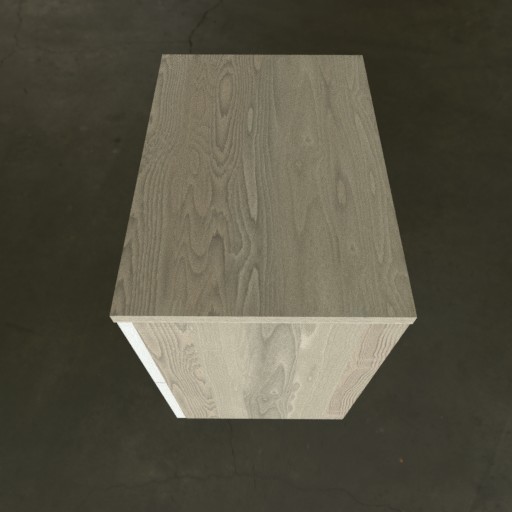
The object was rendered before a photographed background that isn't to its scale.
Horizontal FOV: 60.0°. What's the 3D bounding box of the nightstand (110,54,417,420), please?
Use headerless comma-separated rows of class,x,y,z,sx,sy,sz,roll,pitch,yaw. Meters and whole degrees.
nightstand,0.000,0.000,0.758,0.325,0.461,0.442,0,57,0
